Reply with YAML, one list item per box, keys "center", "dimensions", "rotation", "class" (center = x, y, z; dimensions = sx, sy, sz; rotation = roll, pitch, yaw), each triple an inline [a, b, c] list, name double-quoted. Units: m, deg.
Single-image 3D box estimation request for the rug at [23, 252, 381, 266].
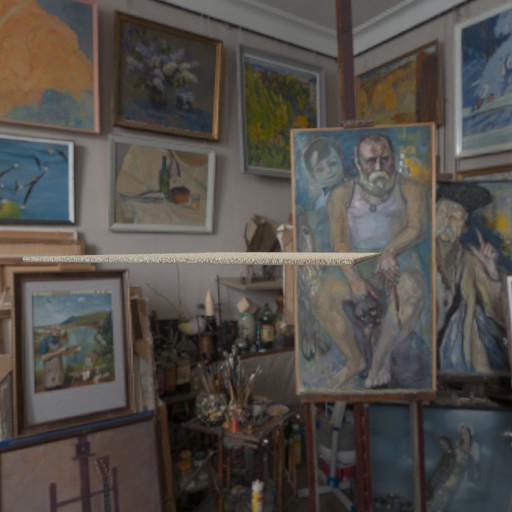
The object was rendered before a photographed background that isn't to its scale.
- center: [0.000, 0.000, 2.928]
  dimensions: [1.500, 0.025, 2.346]
  rotation: [0, 1, 18]
  class: "rug"
